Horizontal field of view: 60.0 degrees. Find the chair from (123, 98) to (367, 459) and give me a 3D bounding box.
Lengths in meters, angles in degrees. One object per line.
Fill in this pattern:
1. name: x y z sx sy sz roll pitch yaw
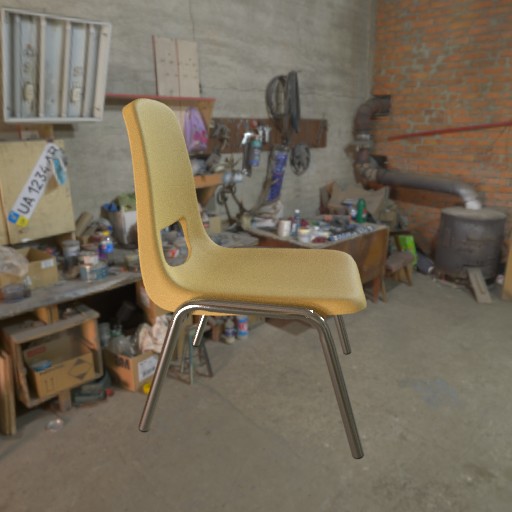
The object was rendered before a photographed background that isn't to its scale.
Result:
1. chair: 0.000 0.000 0.797 0.385 0.536 0.354 2 16 8
